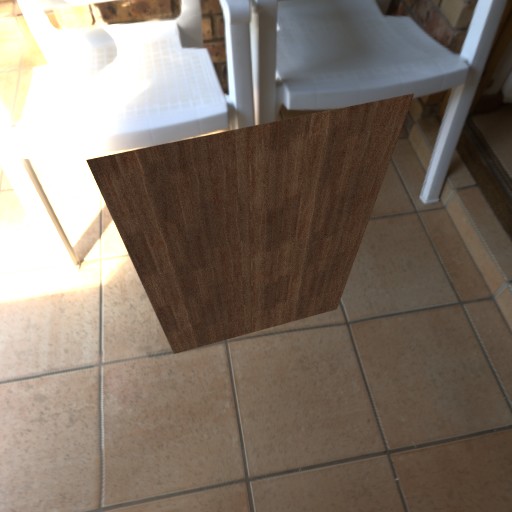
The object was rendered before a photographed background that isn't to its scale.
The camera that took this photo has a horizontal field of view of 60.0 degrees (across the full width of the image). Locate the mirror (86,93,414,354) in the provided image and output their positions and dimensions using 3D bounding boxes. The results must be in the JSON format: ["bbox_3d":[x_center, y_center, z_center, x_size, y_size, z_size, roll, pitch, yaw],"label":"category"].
[{"bbox_3d":[0.000,0.000,1.283,0.651,1.010,0.047,-14,59,-9],"label":"mirror"}]
